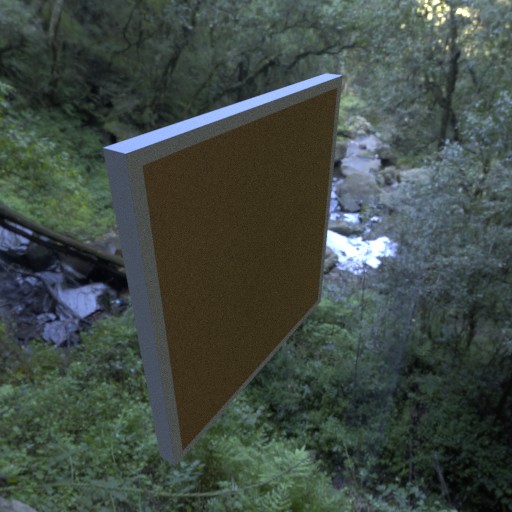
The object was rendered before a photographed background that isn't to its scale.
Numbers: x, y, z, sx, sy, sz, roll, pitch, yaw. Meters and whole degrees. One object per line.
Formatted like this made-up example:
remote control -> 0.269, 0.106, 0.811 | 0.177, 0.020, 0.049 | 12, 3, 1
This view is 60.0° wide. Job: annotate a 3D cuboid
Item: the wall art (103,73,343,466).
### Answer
wall art -> 0.000, 0.000, 0.455 | 0.020, 0.307, 0.307 | 19, 37, 28
